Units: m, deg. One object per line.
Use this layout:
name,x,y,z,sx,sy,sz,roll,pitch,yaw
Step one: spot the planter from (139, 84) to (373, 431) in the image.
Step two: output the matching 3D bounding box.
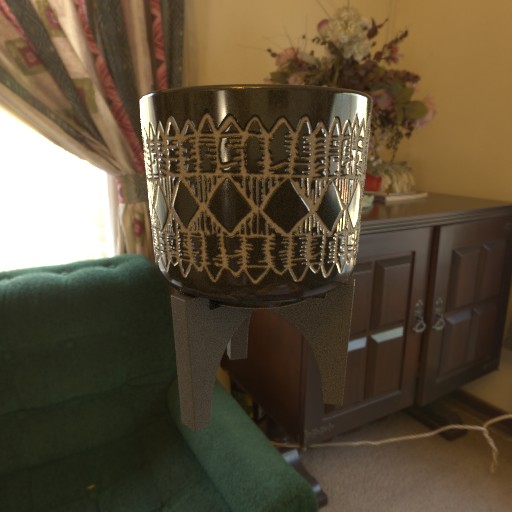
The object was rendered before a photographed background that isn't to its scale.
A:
planter,0.000,0.000,0.530,0.251,0.355,0.251,12,18,42
